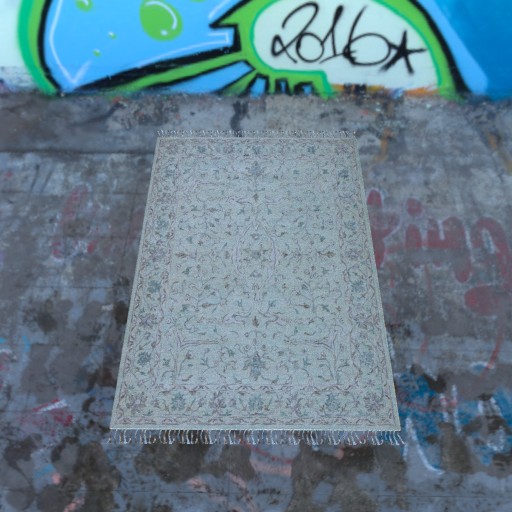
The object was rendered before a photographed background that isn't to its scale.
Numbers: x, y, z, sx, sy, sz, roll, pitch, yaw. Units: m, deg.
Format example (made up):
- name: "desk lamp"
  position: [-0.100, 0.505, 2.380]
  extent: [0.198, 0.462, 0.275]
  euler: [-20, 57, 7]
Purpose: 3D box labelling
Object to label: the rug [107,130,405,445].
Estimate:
- name: "rug"
  position: [0.000, 0.000, 2.284]
  extent: [1.247, 0.008, 1.802]
  euler: [0, 59, 0]
